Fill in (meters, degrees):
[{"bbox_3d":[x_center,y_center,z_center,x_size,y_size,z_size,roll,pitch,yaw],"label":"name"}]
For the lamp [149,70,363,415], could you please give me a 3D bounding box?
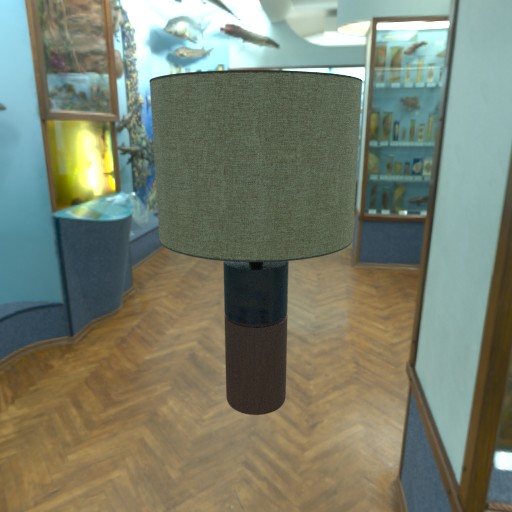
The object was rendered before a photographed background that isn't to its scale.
[{"bbox_3d":[0.000,0.000,0.479,0.202,0.350,0.202,0,16,0],"label":"lamp"}]
